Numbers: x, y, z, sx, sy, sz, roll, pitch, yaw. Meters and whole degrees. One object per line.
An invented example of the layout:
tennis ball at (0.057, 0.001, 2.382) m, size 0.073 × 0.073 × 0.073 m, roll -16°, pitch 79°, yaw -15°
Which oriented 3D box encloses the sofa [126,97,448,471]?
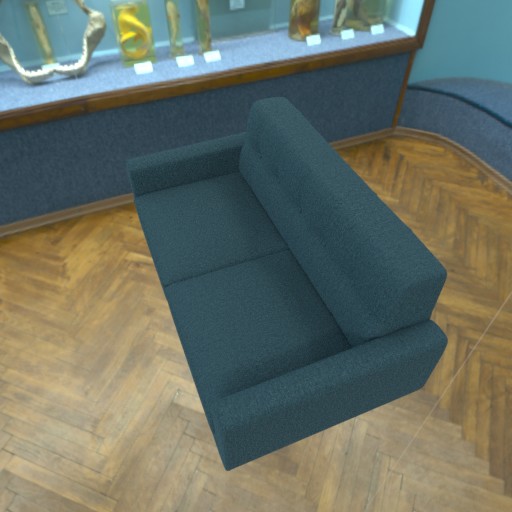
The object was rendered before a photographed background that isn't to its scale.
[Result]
sofa at (0.000, 0.000, 2.187) m, size 0.942 × 0.896 × 1.651 m, roll -17°, pitch 49°, yaw -15°
